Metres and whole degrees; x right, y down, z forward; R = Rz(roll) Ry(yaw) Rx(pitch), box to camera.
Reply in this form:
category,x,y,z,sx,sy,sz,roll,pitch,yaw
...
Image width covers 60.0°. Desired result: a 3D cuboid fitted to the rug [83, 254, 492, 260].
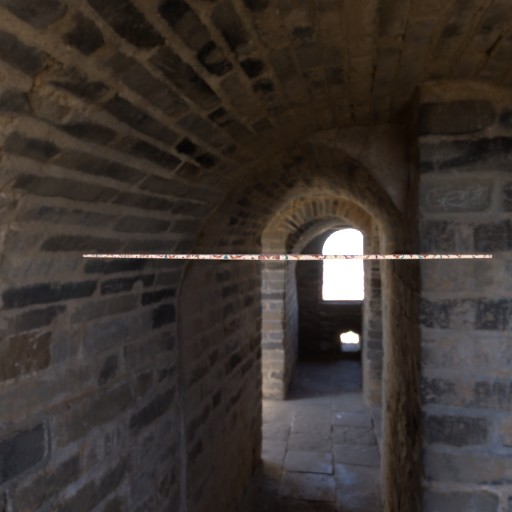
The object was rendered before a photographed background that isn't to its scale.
category,x,y,z,sx,sy,sz,roll,pitch,yaw
rug,0.000,0.000,2.895,1.541,0.018,2.297,0,0,-37
